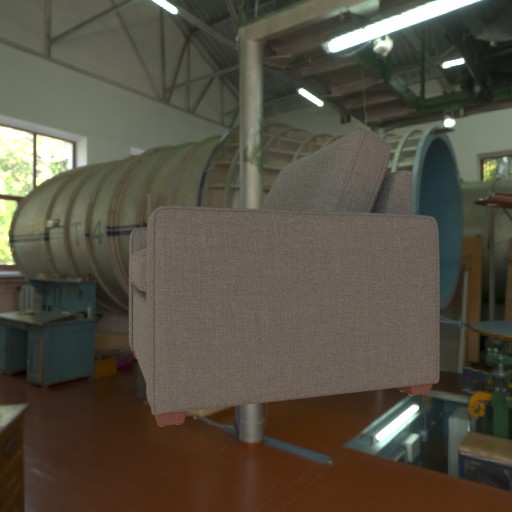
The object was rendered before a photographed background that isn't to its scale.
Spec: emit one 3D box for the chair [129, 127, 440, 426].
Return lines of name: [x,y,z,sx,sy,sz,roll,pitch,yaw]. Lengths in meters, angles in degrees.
chair: [0.000,0.000,1.755,0.940,0.919,1.017,0,-1,-19]
